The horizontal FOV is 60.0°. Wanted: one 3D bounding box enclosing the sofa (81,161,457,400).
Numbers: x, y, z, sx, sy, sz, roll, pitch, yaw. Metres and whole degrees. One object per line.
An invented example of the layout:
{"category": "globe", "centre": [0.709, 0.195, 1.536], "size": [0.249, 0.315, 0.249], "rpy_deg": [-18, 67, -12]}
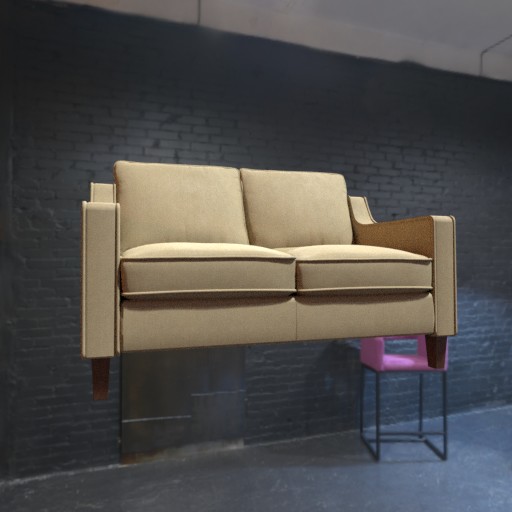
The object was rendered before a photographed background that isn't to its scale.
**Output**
{"category": "sofa", "centre": [0.000, 0.000, 2.107], "size": [1.501, 0.971, 0.987], "rpy_deg": [0, -1, -18]}
